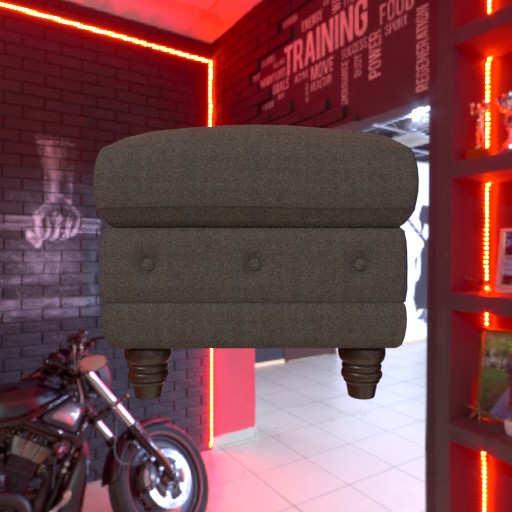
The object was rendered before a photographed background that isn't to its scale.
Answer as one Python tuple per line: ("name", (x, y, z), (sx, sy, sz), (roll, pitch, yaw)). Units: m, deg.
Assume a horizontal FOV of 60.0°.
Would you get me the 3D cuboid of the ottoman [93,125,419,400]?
("ottoman", (0.000, 0.000, 1.190), (0.599, 0.555, 0.809), (0, 0, -1))
